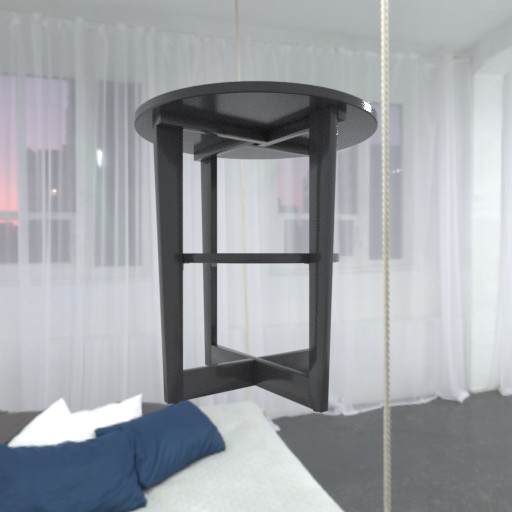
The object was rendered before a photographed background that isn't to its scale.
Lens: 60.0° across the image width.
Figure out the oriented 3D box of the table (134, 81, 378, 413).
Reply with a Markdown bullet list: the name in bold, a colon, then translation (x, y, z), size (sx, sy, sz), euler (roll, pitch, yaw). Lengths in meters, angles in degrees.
- **table**: translation (0.000, 0.000, 0.942), size (0.500, 0.550, 0.500), euler (0, 0, 0)
